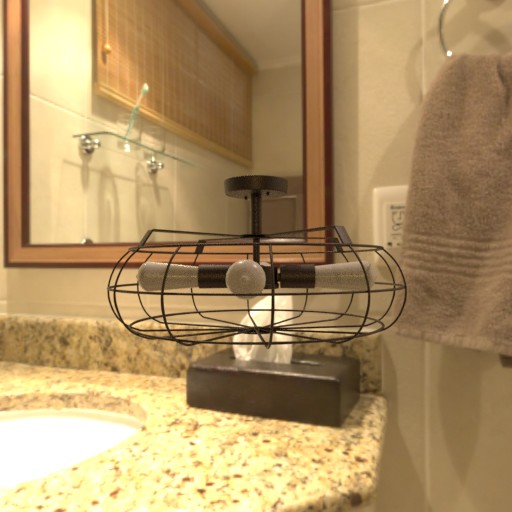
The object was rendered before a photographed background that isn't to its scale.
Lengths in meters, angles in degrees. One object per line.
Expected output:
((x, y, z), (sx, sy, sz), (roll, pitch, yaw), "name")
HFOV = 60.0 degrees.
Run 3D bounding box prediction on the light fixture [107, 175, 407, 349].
((0.000, 0.000, 0.913), (0.582, 0.311, 0.582), (0, 0, 0), "light fixture")
